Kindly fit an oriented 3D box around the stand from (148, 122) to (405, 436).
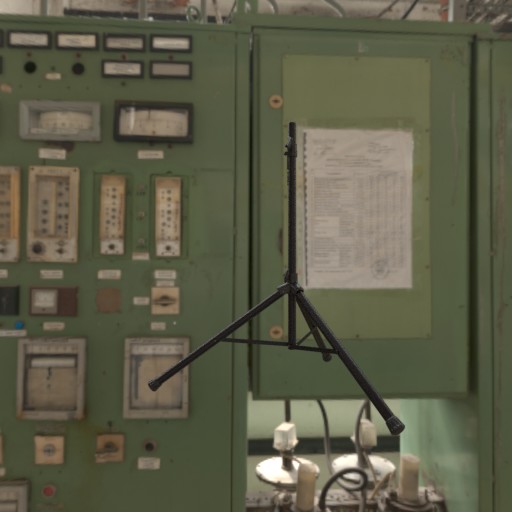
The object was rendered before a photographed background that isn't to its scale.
[{"bbox_3d":[0.000,0.000,1.881,0.907,1.136,1.045,0,0,-2],"label":"stand"}]
